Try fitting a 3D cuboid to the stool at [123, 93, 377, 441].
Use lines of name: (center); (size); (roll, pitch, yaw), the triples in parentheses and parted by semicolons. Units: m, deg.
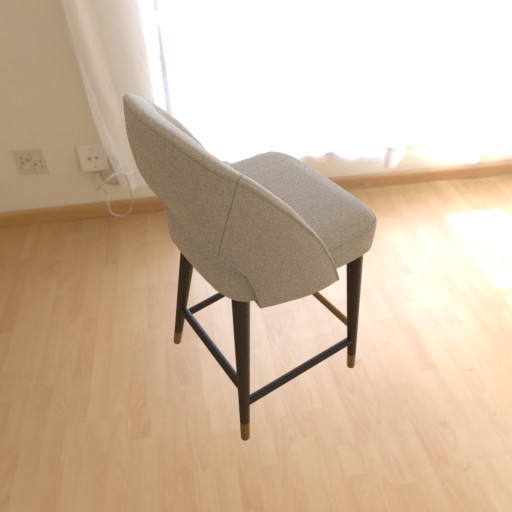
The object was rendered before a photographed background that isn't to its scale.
stool: (0.000, 0.000, 1.209); (0.509, 0.940, 0.494); (-26, 48, -25)
